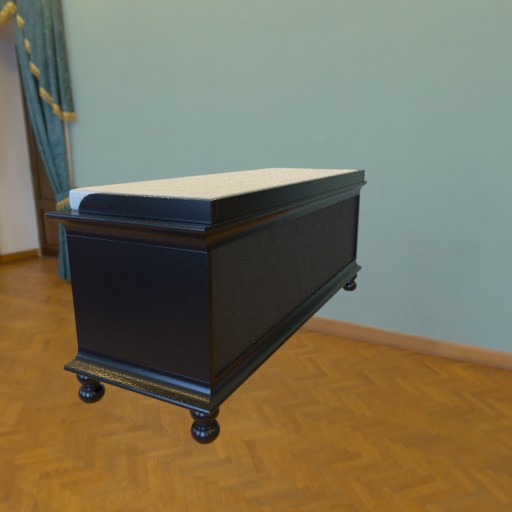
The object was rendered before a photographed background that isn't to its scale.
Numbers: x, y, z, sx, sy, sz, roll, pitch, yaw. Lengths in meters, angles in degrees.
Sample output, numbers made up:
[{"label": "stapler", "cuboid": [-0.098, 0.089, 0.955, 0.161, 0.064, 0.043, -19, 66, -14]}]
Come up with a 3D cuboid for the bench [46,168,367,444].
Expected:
[{"label": "bench", "cuboid": [0.000, 0.000, 1.414, 0.402, 0.501, 1.185, 7, 16, 26]}]
